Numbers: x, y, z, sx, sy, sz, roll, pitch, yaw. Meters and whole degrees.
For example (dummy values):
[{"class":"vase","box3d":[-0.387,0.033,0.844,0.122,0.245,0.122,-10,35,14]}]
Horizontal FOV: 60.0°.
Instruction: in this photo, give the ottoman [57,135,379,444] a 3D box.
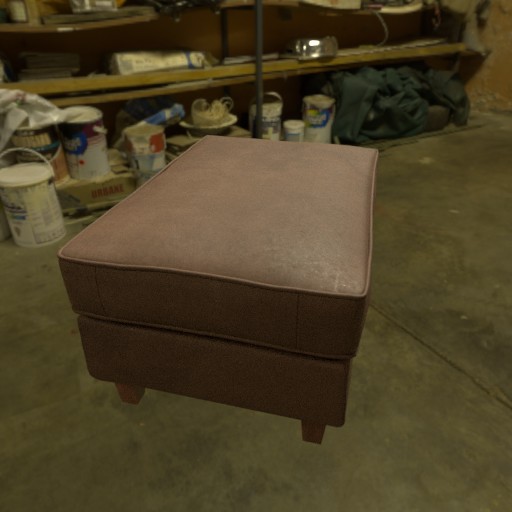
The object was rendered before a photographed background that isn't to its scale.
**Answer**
[{"class":"ottoman","box3d":[0.000,0.000,1.208,0.596,0.481,0.860,7,31,12]}]
